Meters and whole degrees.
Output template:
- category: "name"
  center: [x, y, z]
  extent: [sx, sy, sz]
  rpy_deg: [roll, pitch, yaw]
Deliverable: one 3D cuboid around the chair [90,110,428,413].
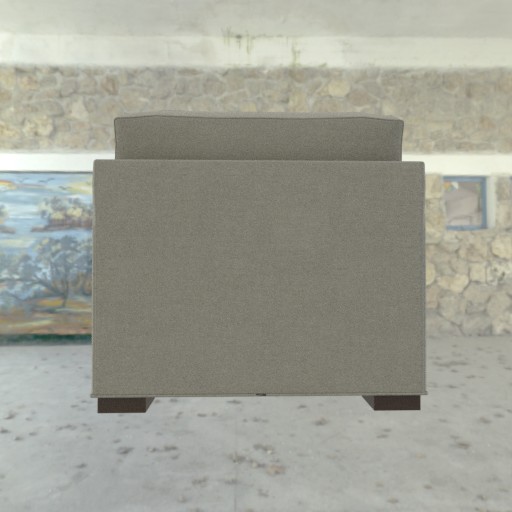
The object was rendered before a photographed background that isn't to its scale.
- category: "chair"
  center: [0.000, 0.000, 1.819]
  extent: [0.999, 0.934, 1.044]
  rpy_deg: [0, -1, -1]
